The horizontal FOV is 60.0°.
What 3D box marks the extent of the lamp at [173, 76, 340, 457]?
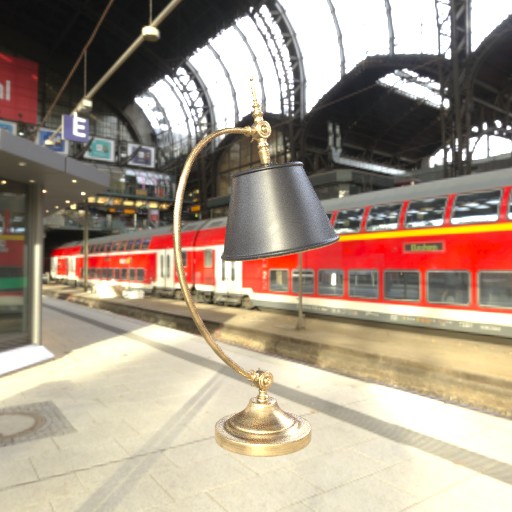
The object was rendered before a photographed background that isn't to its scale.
[{"bbox_3d":[0.000,0.000,0.833,0.344,0.675,0.235,1,-1,-37],"label":"lamp"}]
